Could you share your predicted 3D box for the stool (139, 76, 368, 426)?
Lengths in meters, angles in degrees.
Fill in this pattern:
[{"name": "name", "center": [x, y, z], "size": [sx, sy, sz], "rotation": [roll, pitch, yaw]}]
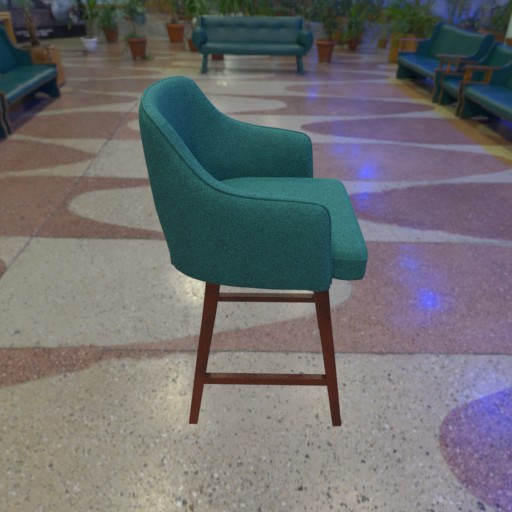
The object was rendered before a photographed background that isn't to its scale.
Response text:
[{"name": "stool", "center": [0.000, 0.000, 1.326], "size": [0.556, 0.961, 0.548], "rotation": [1, 33, 1]}]
